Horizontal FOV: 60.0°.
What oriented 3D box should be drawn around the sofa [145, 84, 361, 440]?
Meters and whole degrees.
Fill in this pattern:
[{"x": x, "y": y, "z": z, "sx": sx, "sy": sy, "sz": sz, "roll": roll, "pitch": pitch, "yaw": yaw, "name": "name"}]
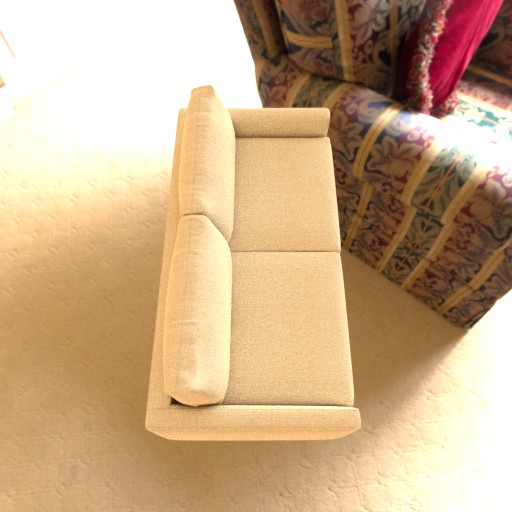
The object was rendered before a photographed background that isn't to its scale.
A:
[{"x": 0.000, "y": 0.000, "z": 2.164, "sx": 0.839, "sy": 0.812, "sz": 1.651, "roll": 0, "pitch": 63, "yaw": 0, "name": "sofa"}]
